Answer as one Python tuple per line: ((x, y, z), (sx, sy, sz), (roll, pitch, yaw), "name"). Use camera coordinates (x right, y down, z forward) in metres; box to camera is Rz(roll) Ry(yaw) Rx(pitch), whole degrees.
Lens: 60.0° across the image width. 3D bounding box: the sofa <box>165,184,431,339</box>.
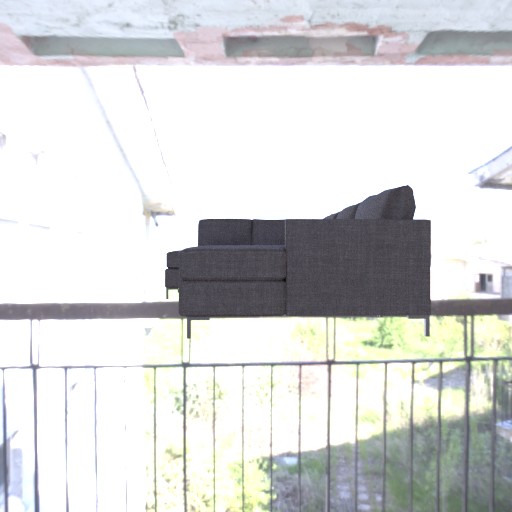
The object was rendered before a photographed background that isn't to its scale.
((0.000, 0.000, 4.376), (2.048, 0.999, 3.423), (0, 0, -2), "sofa")
